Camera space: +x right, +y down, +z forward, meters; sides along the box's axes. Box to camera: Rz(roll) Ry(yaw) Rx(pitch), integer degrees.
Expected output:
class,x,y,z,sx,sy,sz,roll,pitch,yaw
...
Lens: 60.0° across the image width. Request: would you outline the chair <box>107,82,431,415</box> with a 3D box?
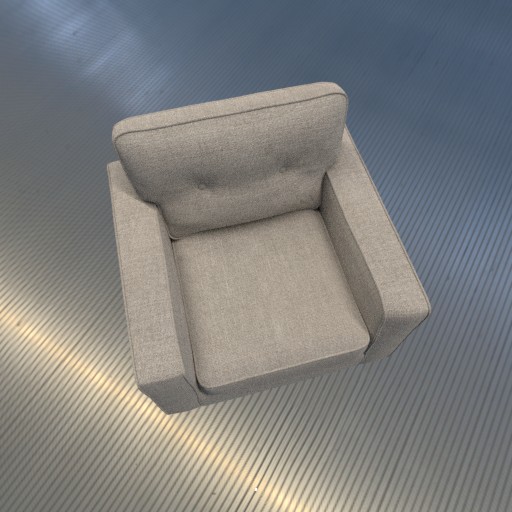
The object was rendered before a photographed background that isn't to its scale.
class,x,y,z,sx,sy,sz,roll,pitch,yaw
chair,0.000,0.000,1.758,1.015,0.965,0.939,-13,63,-7
